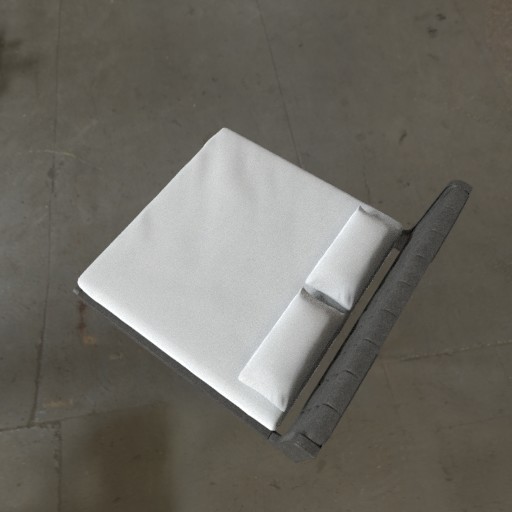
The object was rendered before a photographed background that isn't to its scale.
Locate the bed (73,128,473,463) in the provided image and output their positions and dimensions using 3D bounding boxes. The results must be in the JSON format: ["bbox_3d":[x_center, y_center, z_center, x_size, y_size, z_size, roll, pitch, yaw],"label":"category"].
[{"bbox_3d":[0.000,0.000,3.197,2.031,1.158,1.903,32,68,15],"label":"bed"}]
